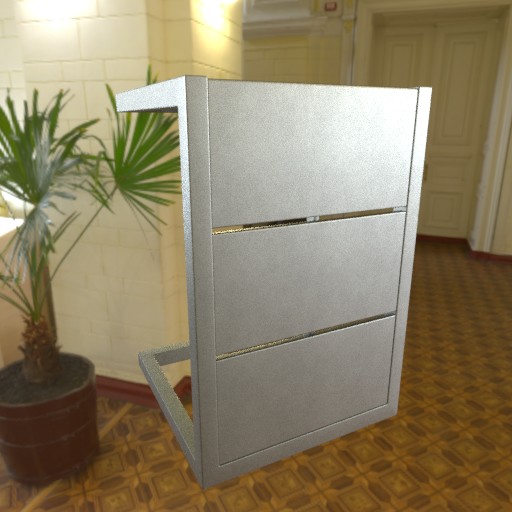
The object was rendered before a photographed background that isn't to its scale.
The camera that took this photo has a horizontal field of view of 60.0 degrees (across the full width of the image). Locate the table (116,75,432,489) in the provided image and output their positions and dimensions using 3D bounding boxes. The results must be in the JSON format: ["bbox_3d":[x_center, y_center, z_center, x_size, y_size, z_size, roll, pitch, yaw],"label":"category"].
[{"bbox_3d":[0.000,0.000,0.870,0.405,0.609,0.420,-9,19,-26],"label":"table"}]
